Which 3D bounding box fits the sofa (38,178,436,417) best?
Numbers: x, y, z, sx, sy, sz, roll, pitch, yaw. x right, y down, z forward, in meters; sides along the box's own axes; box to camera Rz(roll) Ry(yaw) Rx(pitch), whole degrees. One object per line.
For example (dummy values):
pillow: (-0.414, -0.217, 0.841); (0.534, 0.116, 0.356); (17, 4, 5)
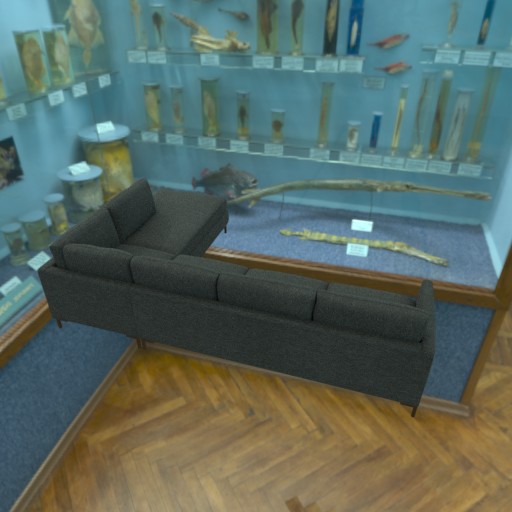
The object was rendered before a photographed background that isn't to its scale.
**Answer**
sofa: (0.000, 0.000, 3.919); (2.949, 0.815, 2.007); (10, 34, 15)
